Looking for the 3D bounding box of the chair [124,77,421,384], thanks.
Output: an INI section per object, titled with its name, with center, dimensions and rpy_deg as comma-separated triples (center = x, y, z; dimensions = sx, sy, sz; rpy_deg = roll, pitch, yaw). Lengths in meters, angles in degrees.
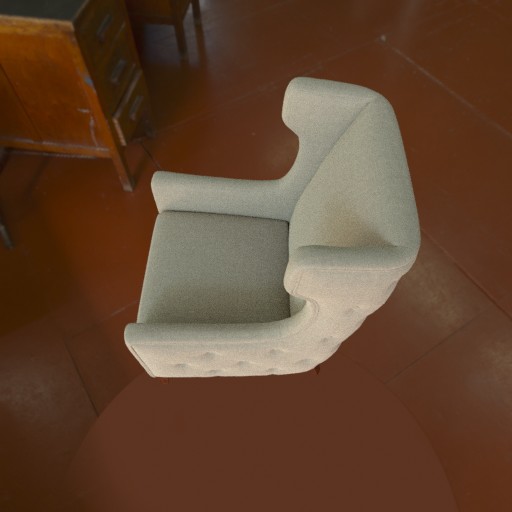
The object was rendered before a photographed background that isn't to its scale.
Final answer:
[chair]
center = 0.000, 0.000, 1.693
dimensions = 0.899, 1.079, 0.778
rpy_deg = 1, 59, 1
